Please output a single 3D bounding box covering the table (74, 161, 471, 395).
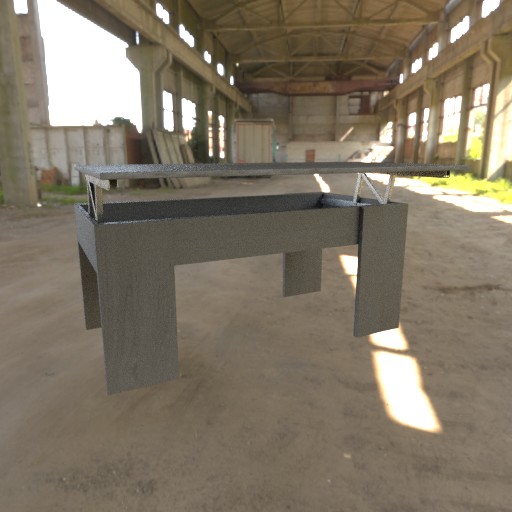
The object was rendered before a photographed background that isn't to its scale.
[{"bbox_3d":[0.000,0.000,1.406,1.000,0.570,0.711,-7,15,-26],"label":"table"}]
